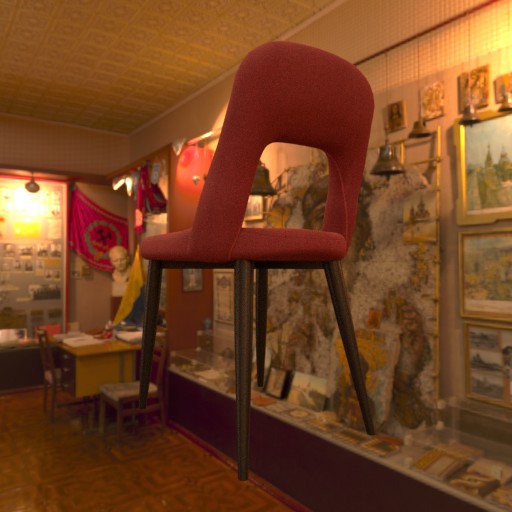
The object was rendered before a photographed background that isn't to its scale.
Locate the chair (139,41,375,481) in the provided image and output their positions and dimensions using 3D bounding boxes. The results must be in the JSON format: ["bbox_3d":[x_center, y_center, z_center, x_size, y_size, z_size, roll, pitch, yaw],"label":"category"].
[{"bbox_3d":[0.000,0.000,1.178,0.483,0.892,0.569,1,-1,-34],"label":"chair"}]
